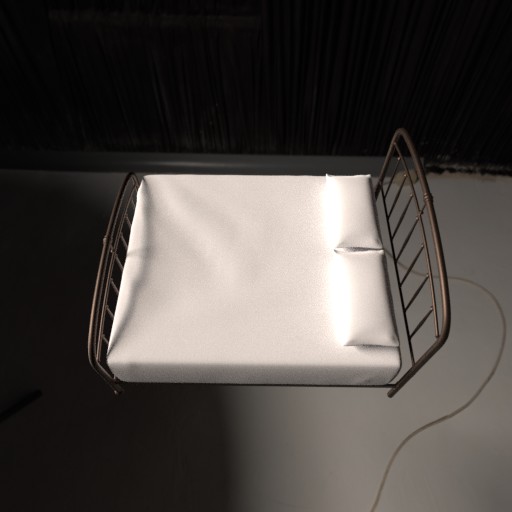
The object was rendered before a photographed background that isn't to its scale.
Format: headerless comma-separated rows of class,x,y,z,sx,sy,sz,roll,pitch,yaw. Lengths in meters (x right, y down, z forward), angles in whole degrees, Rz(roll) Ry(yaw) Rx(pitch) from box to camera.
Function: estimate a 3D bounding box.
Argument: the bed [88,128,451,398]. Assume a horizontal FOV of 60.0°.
bed,0.000,0.000,3.311,2.180,1.425,1.711,1,58,0
